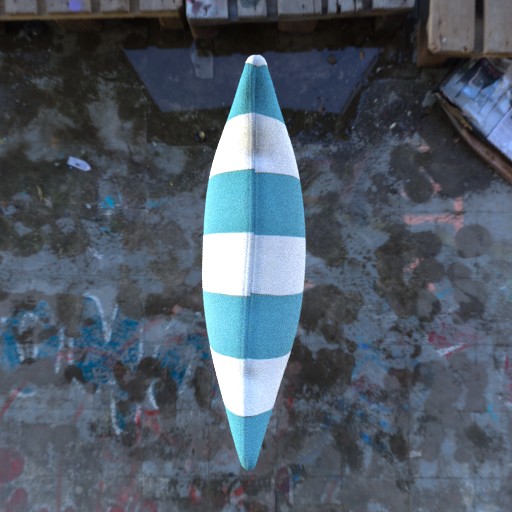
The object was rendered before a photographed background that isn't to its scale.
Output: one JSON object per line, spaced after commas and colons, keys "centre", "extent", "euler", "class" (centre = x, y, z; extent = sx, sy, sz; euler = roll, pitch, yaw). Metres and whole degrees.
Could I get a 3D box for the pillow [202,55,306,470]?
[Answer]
{"centre": [0.000, 0.000, 0.812], "extent": [0.189, 0.526, 0.536], "euler": [0, 90, 0], "class": "pillow"}
